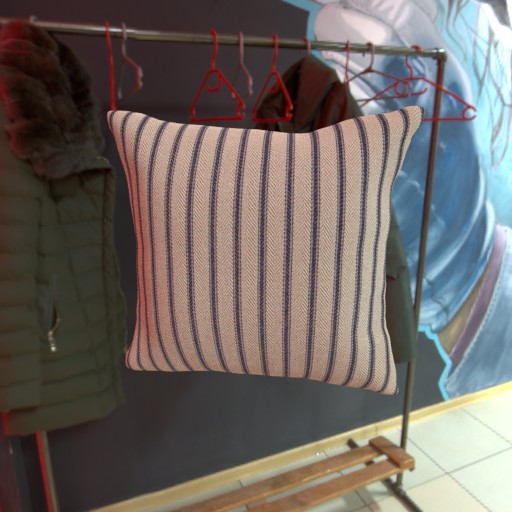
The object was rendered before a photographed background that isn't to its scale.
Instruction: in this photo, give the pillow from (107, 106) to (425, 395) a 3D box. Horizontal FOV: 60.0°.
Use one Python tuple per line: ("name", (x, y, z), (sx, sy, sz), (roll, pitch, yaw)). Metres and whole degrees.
("pillow", (0.000, 0.000, 0.697), (0.468, 0.444, 0.138), (3, 17, 9))
